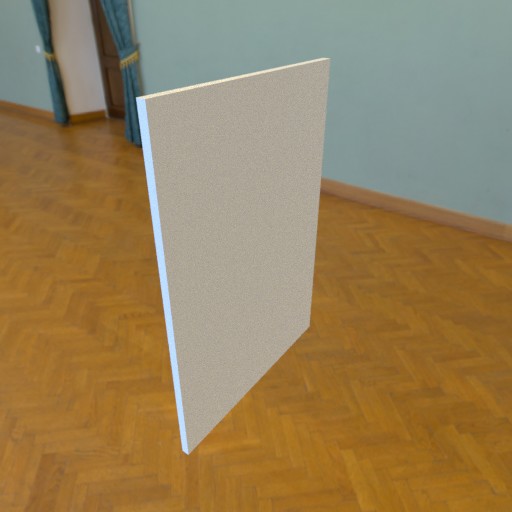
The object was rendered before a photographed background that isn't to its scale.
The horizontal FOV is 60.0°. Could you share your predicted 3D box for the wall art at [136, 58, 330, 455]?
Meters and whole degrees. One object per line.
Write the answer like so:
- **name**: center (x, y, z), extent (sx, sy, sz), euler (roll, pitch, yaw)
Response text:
- **wall art**: center (0.000, 0.000, 0.692), extent (0.013, 0.533, 0.381), euler (20, 36, 30)
